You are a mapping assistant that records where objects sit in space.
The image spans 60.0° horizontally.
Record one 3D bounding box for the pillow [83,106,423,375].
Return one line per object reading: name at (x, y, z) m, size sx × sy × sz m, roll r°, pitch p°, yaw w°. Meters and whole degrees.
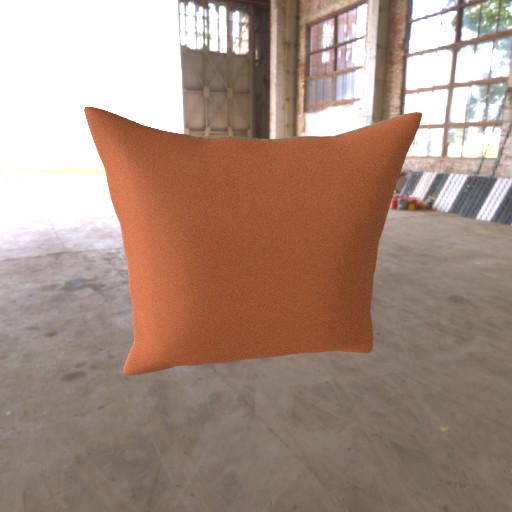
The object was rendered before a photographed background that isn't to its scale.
pillow at (0.000, 0.000, 0.692) m, size 0.453 × 0.430 × 0.200 m, roll -2°, pitch 14°, yaw -9°
